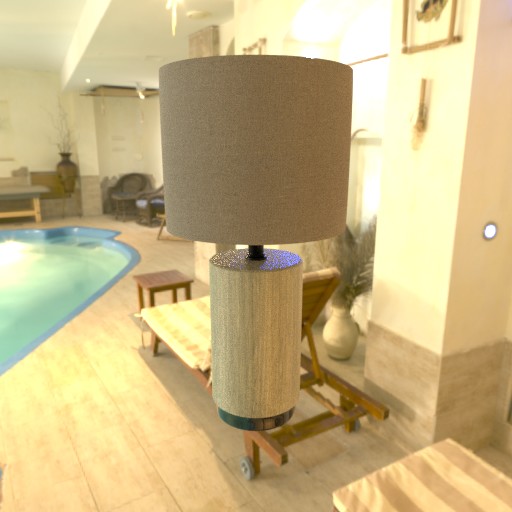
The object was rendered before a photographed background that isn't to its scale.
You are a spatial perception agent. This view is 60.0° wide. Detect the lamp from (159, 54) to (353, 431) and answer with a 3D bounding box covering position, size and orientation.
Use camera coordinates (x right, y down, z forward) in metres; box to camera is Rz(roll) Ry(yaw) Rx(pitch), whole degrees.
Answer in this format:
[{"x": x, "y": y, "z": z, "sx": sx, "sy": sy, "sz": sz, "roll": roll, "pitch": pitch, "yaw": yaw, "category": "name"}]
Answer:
[{"x": 0.000, "y": 0.000, "z": 0.578, "sx": 0.228, "sy": 0.444, "sz": 0.228, "roll": -7, "pitch": 16, "yaw": -27, "category": "lamp"}]
